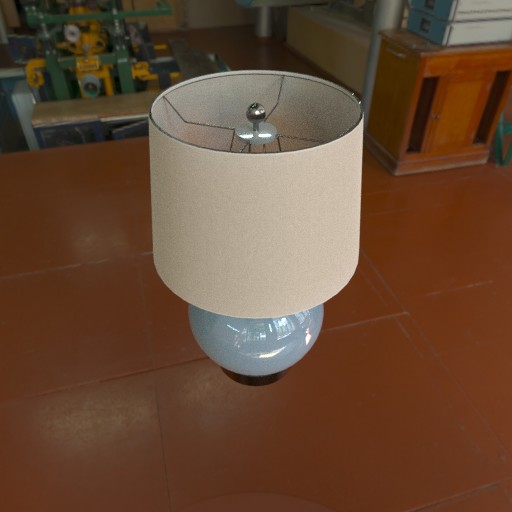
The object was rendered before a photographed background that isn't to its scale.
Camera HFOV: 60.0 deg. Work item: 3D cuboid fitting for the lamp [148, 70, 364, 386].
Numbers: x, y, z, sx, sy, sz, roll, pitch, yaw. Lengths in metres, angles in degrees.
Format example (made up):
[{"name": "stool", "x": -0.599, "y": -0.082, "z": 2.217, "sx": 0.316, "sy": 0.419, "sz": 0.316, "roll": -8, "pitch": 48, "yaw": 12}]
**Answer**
[{"name": "lamp", "x": 0.000, "y": 0.000, "z": 0.554, "sx": 0.247, "sy": 0.387, "sz": 0.247, "roll": 0, "pitch": 40, "yaw": 0}]
